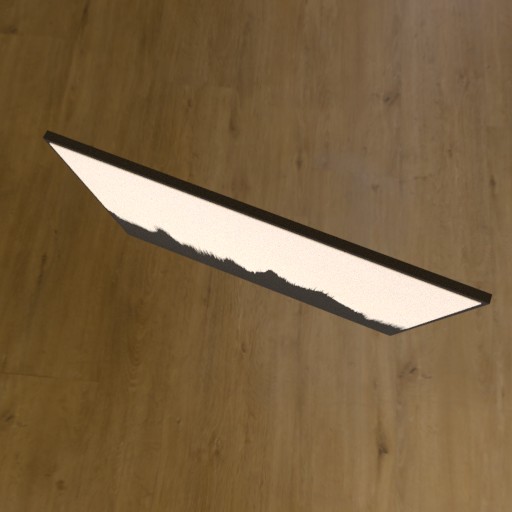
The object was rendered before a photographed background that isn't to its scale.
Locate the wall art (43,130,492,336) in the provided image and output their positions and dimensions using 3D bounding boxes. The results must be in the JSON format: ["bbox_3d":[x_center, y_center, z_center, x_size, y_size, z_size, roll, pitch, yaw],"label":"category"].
[{"bbox_3d":[0.000,0.000,1.489,1.190,0.805,0.028,21,76,6],"label":"wall art"}]
